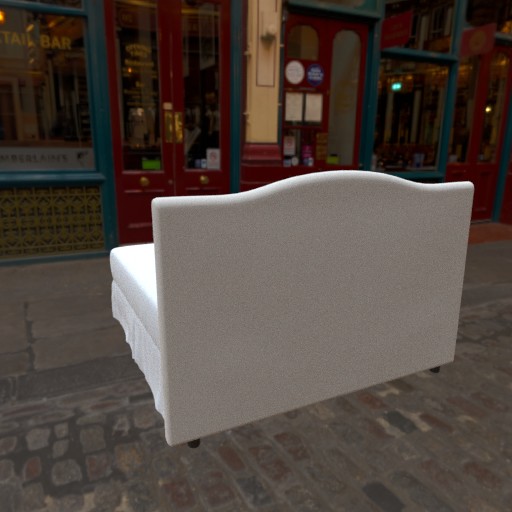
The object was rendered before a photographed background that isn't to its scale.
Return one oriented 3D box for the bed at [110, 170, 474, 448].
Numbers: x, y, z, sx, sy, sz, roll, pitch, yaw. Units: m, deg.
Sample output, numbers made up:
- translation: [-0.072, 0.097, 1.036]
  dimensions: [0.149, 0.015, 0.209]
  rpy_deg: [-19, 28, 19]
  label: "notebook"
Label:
- translation: [0.000, 0.000, 3.482]
  dimensions: [2.083, 1.421, 2.182]
  rpy_deg: [-7, 16, -26]
  label: "bed"
